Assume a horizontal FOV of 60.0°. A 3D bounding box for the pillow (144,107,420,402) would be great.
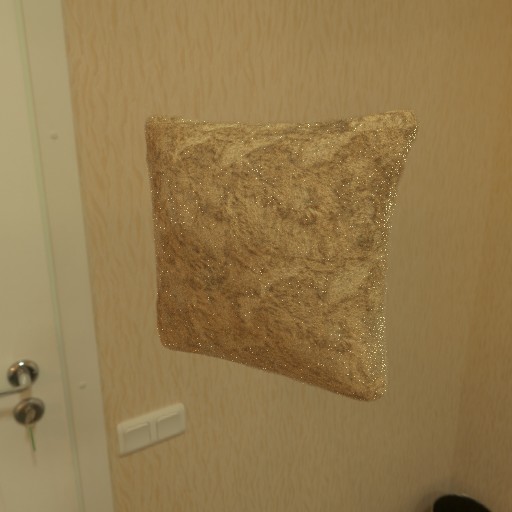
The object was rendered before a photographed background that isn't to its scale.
[{"bbox_3d":[0.000,0.000,0.834,0.538,0.525,0.216,8,17,27],"label":"pillow"}]
